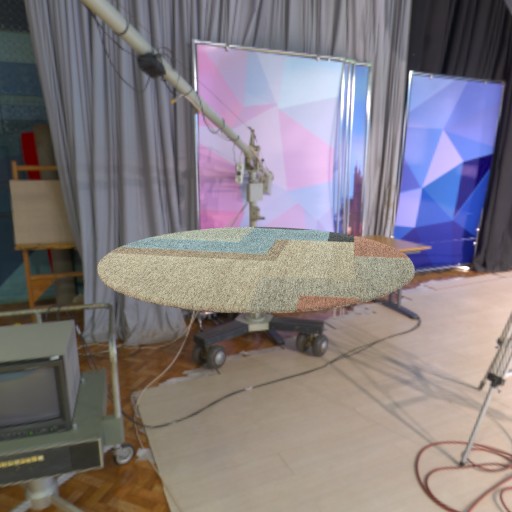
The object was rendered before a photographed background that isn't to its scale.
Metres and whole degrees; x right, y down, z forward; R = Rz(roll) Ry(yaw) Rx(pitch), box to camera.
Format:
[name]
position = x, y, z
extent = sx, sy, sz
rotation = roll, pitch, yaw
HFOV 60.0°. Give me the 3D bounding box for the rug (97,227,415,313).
[rug]
position = 0.000, 0.000, 3.624
extent = 2.461, 0.033, 2.461
rotation = 0, 14, 0
